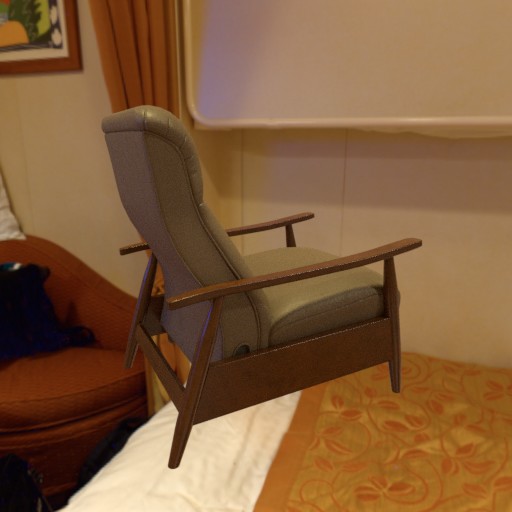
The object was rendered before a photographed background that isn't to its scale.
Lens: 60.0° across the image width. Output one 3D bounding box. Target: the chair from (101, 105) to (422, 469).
[{"bbox_3d":[0.000,0.000,1.766,1.014,1.082,0.762,-7,16,-26],"label":"chair"}]
